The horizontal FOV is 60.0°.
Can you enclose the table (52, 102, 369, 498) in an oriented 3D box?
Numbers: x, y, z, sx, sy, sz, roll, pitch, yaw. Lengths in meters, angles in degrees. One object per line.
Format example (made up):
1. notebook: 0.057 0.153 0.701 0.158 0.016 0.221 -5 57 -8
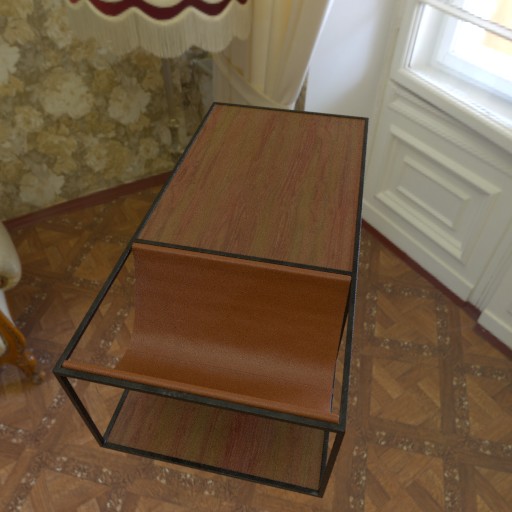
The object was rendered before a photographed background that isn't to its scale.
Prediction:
1. table: 0.000 0.000 1.414 0.597 0.403 1.199 9 46 8
